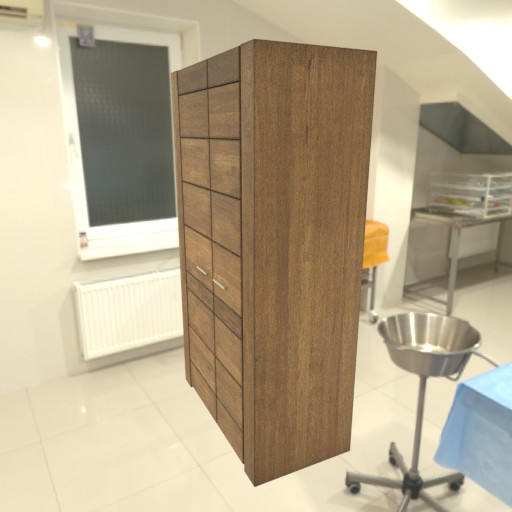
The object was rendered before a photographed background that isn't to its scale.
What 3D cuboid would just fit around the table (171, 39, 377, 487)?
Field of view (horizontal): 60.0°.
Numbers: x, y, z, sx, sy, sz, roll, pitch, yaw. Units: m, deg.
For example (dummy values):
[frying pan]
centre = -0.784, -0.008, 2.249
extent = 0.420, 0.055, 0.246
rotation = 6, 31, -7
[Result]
[table]
centre = 0.000, 0.000, 2.487
extent = 0.600, 2.000, 1.100
rotation = -8, 17, -25
